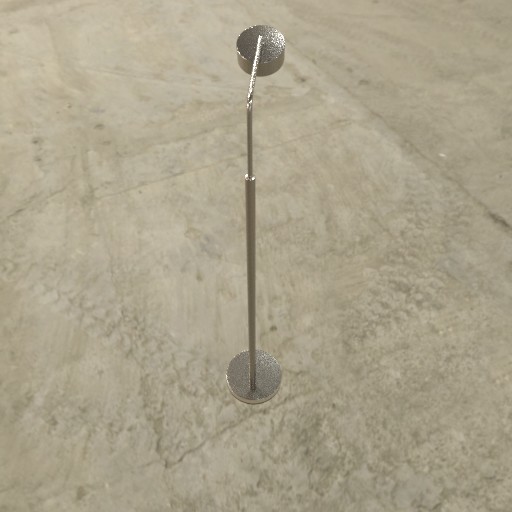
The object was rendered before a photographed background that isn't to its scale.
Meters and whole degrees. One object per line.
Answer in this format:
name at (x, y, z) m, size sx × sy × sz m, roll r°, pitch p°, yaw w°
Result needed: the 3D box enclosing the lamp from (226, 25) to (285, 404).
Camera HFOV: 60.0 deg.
lamp at (0.000, 0.000, 1.414) m, size 0.222 × 1.250 × 0.421 m, roll 4°, pitch 47°, yaw 3°
